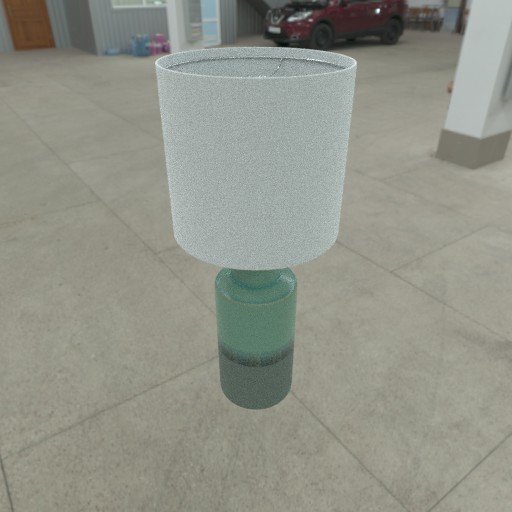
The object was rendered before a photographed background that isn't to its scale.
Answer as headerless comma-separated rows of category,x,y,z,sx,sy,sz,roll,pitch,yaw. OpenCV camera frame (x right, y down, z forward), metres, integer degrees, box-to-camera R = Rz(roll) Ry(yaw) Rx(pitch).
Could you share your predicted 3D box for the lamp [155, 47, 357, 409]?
lamp,0.000,0.000,0.602,0.212,0.493,0.212,10,33,16
